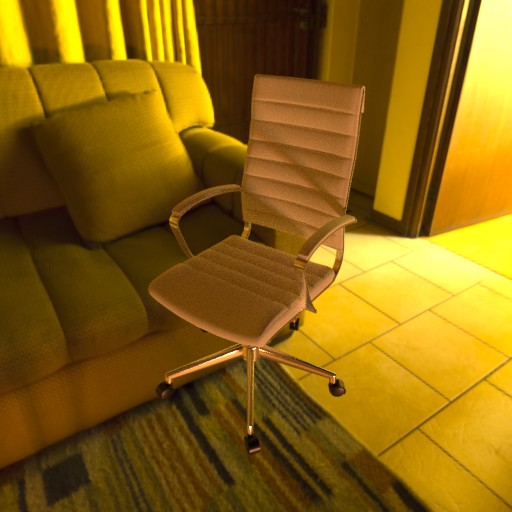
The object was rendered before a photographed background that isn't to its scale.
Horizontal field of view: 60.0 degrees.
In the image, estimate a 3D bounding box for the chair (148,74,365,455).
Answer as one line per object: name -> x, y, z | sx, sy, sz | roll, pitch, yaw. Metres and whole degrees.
chair -> 0.000, 0.000, 1.638 | 0.766, 1.149, 0.739 | 20, 36, 30
